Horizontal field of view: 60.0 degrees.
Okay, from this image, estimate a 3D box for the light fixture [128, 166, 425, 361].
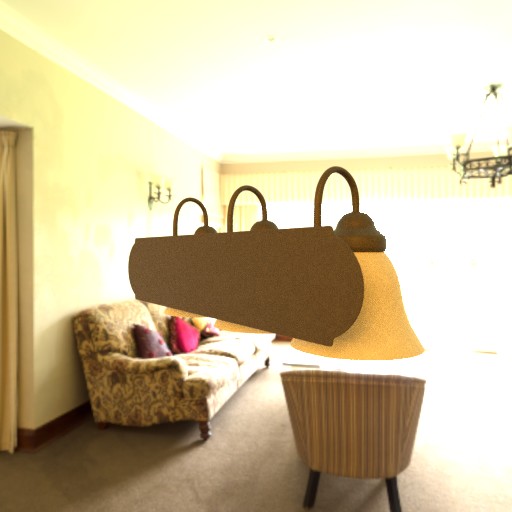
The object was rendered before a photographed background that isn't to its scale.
[{"bbox_3d":[0.000,0.000,0.706,0.199,0.222,0.610,0,1,-36],"label":"light fixture"}]
